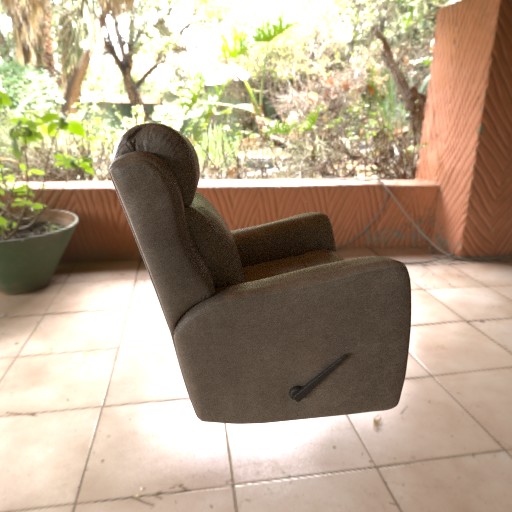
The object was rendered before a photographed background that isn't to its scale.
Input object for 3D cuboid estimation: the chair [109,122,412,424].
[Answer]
[{"bbox_3d":[0.000,0.000,1.938,1.068,1.116,0.967,-3,17,-10],"label":"chair"}]
